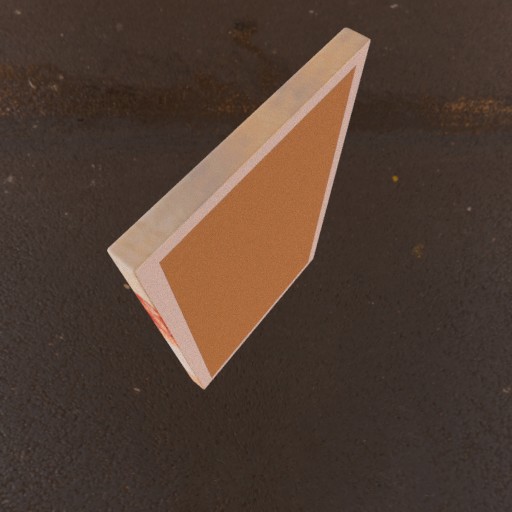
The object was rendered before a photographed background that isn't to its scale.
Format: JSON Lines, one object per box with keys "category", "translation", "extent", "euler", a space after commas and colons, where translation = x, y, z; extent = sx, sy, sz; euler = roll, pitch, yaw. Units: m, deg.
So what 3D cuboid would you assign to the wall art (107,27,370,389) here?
{"category": "wall art", "translation": [0.000, 0.000, 0.748], "extent": [0.038, 0.610, 0.401], "euler": [36, 69, 16]}
